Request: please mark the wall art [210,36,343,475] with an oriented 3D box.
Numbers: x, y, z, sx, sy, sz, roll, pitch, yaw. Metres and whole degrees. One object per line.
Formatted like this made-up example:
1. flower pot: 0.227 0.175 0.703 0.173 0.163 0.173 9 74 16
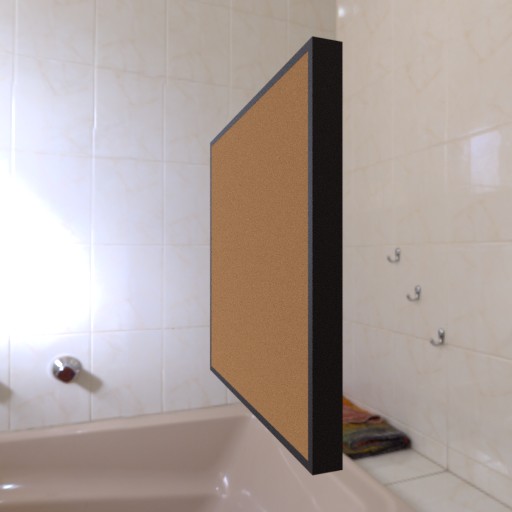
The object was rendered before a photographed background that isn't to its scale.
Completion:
1. wall art: 0.000 0.000 0.760 0.040 0.509 0.509 0 0 -19
